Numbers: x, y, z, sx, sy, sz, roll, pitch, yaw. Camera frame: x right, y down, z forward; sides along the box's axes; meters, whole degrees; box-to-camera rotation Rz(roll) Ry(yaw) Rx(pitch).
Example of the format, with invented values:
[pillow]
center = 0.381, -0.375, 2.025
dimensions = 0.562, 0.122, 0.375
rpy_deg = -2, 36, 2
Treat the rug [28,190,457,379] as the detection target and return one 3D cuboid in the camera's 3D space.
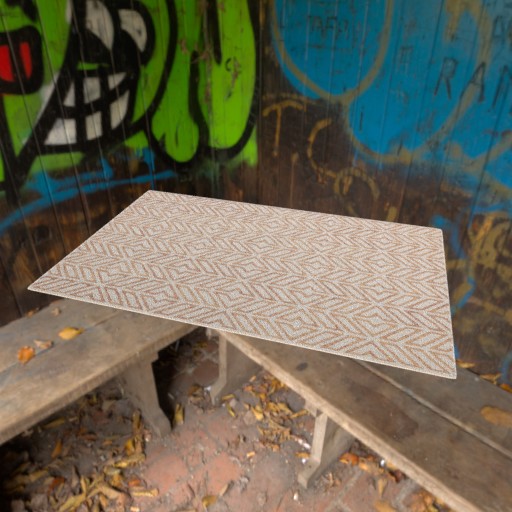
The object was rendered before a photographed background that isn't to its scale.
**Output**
[rug]
center = 0.000, 0.000, 2.994
dimensions = 2.438, 0.008, 1.523
rpy_deg = 9, 33, 14
